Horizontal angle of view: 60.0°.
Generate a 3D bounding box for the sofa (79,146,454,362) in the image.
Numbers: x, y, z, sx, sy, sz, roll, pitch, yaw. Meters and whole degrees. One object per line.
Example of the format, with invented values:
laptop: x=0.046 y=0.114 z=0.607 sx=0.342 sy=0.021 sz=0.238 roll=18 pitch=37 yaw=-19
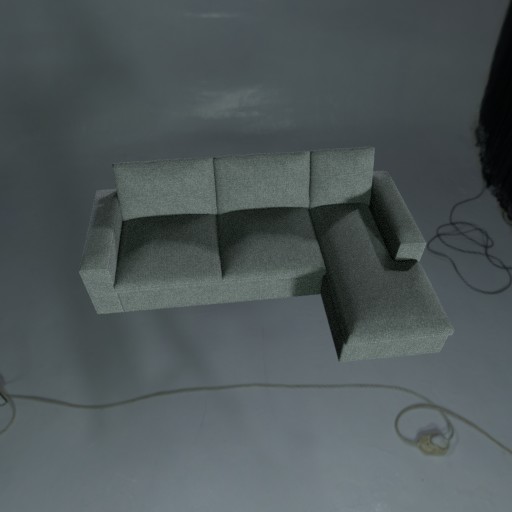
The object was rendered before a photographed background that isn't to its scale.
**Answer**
sofa: x=0.000 y=0.000 z=3.614 sx=2.718 sy=0.940 sz=1.689 roll=-5 pitch=47 yaw=-4
